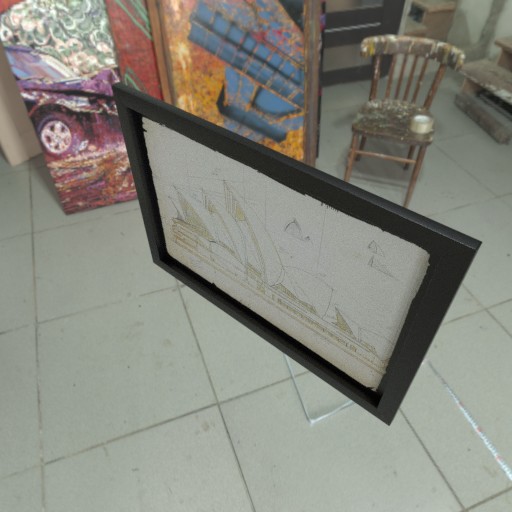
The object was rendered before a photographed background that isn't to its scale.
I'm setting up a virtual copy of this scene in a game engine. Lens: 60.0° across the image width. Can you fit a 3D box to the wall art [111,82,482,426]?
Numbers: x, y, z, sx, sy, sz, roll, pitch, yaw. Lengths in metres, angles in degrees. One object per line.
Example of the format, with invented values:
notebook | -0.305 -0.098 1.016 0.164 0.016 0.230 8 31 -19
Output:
wall art | 0.000 0.000 0.543 0.440 0.306 0.013 31 53 27
